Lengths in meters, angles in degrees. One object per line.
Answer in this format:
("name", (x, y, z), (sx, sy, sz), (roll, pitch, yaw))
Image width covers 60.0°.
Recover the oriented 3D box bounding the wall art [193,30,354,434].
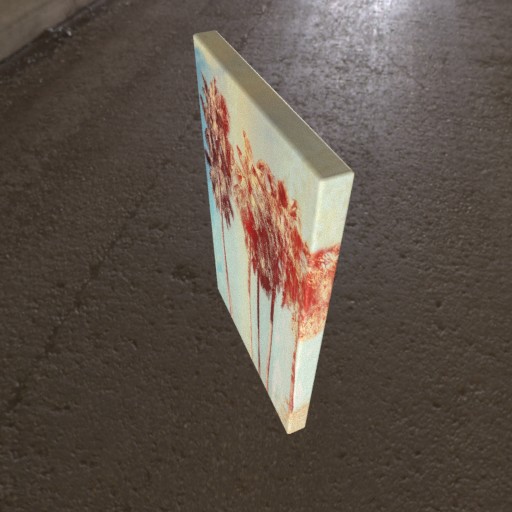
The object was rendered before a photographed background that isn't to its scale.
("wall art", (0.000, 0.000, 0.773), (0.038, 0.610, 0.401), (-17, 49, -16))
